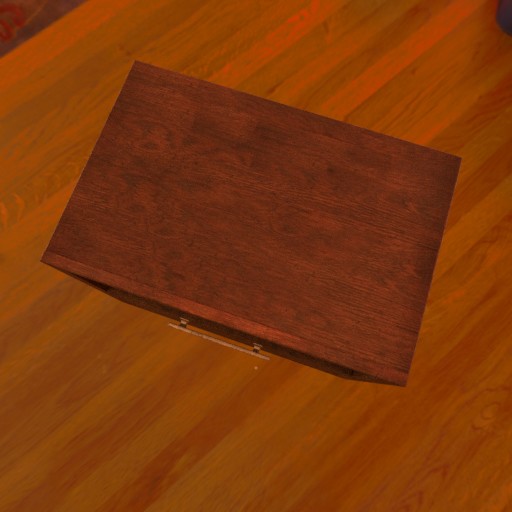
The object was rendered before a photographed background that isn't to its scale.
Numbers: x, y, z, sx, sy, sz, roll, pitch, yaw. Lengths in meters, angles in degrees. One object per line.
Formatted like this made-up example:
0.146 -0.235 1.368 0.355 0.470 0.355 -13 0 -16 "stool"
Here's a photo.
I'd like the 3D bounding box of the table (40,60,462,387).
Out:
0.000 0.000 1.288 0.767 0.746 0.542 18 77 5 "table"
